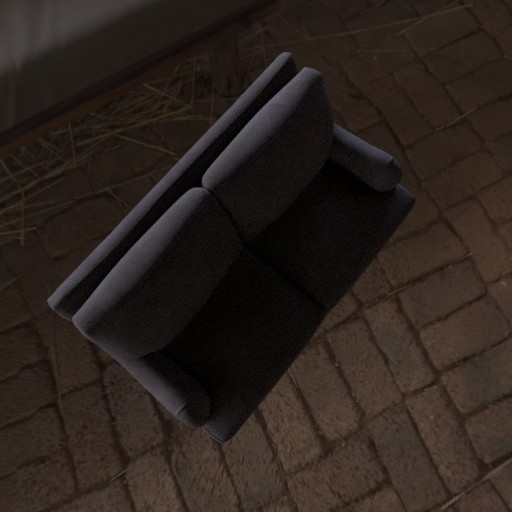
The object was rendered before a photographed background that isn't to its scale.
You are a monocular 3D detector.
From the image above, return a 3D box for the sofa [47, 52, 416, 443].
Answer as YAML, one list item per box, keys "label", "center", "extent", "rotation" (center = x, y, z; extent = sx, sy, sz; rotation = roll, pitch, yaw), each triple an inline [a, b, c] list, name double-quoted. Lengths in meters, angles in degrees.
- label: "sofa"
  center: [0.000, 0.000, 2.563]
  extent: [1.084, 1.101, 1.853]
  rotation: [39, 79, 9]
